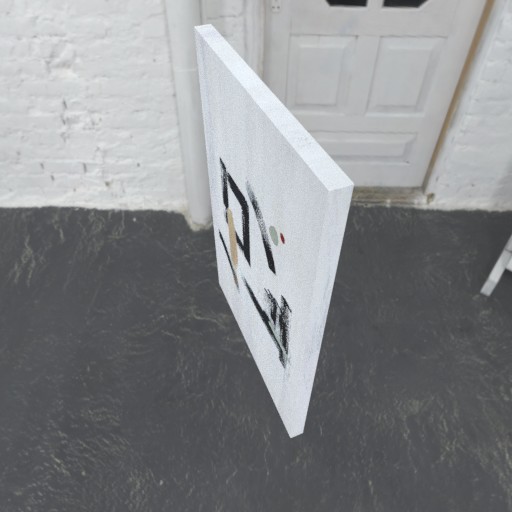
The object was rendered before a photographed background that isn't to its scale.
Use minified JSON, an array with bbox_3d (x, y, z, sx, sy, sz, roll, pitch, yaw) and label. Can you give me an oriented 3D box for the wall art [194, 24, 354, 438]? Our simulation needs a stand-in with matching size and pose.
[{"bbox_3d":[0.000,0.000,1.143,0.043,0.914,0.624,-17,50,-15],"label":"wall art"}]
